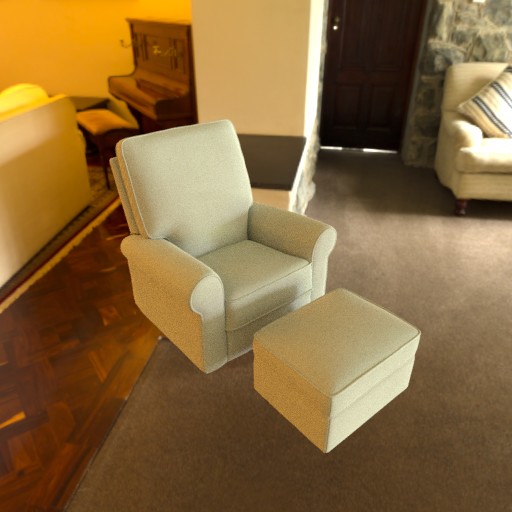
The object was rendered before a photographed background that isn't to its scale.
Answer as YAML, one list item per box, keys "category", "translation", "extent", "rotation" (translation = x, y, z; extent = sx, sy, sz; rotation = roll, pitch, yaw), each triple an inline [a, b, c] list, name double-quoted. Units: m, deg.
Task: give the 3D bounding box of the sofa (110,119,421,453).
- category: "sofa"
  translation: [0.000, 0.000, 2.058]
  extent: [0.880, 0.959, 1.478]
  rotation: [-22, 37, -34]
